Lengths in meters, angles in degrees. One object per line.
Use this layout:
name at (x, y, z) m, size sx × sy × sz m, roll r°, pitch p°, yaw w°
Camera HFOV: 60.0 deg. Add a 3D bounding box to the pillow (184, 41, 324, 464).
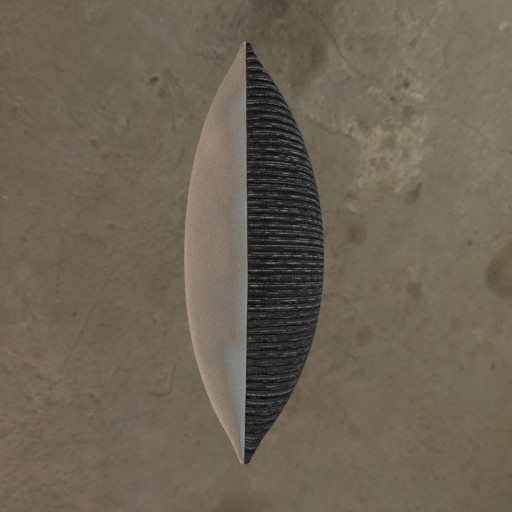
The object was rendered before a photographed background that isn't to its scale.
pillow at (0.000, 0.000, 0.661) m, size 0.196 × 0.434 × 0.433 m, roll 0°, pitch 88°, yaw 2°
